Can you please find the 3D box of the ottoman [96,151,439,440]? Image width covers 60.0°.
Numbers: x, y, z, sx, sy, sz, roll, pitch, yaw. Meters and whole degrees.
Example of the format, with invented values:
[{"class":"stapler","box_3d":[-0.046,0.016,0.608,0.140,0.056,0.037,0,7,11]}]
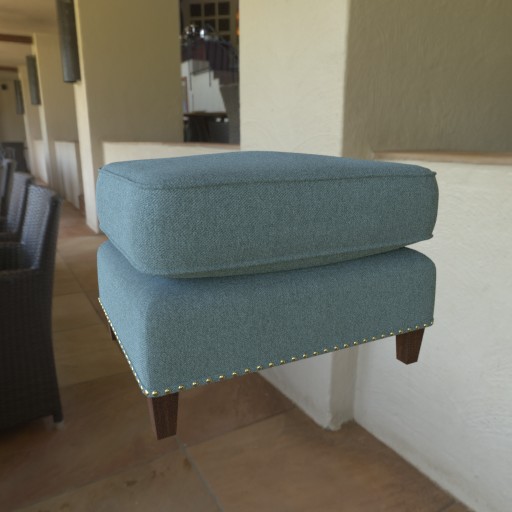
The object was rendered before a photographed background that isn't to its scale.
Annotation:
[{"class":"ottoman","box_3d":[0.000,0.000,1.161,0.738,0.537,0.589,-7,16,-26]}]
